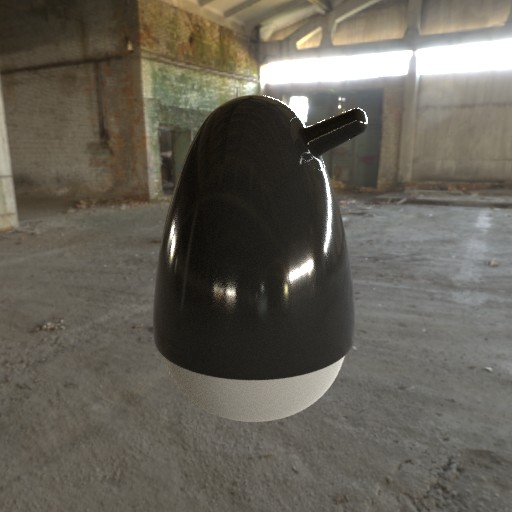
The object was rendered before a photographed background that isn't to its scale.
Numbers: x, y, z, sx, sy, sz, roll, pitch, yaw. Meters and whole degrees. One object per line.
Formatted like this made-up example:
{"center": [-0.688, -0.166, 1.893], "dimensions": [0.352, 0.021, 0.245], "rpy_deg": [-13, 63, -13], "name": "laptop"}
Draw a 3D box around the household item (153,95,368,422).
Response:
{"center": [0.000, 0.000, 0.221], "dimensions": [0.104, 0.152, 0.102], "rpy_deg": [7, 15, 28], "name": "household item"}
